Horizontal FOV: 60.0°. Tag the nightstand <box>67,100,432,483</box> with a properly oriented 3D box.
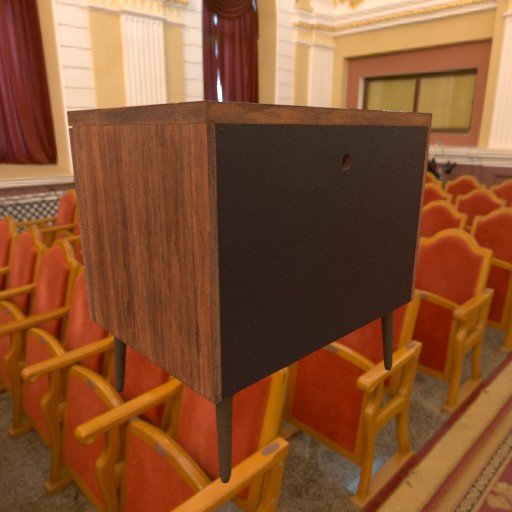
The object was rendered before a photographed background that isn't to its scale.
[{"bbox_3d":[0.000,0.000,0.989,0.610,0.610,0.458,-15,21,-42],"label":"nightstand"}]
